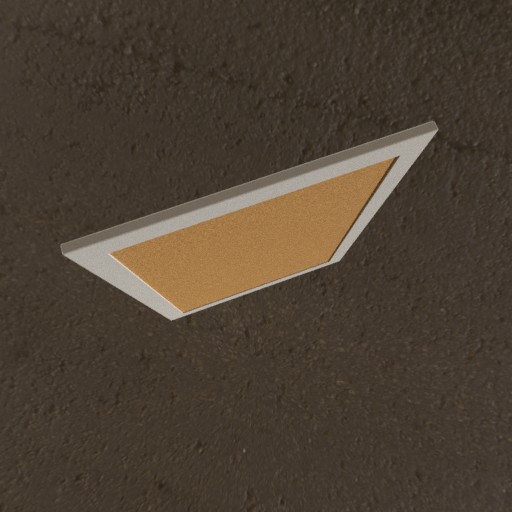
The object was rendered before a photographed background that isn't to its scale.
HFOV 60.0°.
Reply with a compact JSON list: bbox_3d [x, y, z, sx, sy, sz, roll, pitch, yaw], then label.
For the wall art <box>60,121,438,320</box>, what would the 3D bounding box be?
[{"bbox_3d":[0.000,0.000,0.672,0.374,0.529,0.012,-19,76,-5],"label":"wall art"}]
